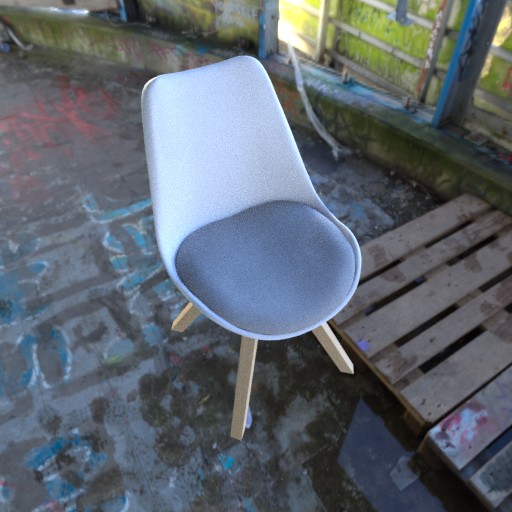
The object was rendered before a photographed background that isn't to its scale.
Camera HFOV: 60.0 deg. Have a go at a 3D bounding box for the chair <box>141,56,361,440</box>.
[{"bbox_3d":[0.000,0.000,1.204,0.485,0.850,0.550,-23,51,-21],"label":"chair"}]
